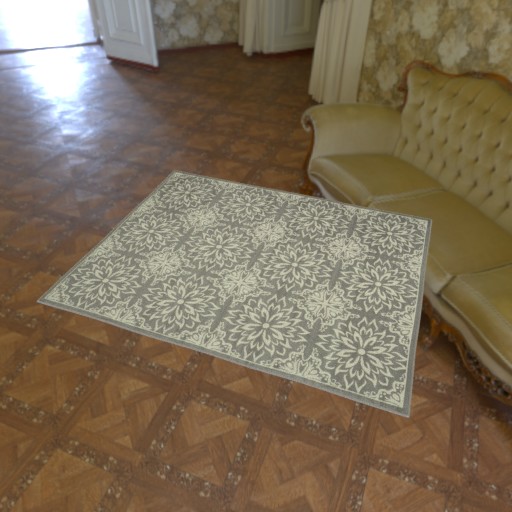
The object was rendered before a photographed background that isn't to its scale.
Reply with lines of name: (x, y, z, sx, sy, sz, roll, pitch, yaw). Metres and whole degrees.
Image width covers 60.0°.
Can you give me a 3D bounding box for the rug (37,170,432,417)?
rug: (0.000, 0.000, 4.099, 2.980, 0.012, 2.363, 13, 41, 16)
